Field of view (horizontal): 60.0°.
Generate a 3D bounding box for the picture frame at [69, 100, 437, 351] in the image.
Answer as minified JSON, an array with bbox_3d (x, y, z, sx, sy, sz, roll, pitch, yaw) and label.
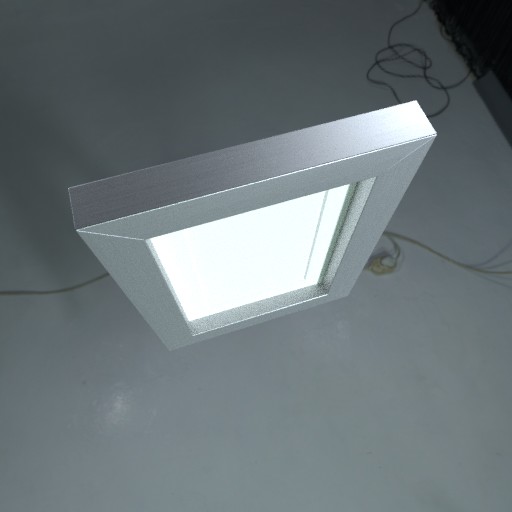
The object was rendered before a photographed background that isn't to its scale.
[{"bbox_3d":[0.000,0.000,0.283,0.157,0.208,0.028,-16,66,-7],"label":"picture frame"}]
